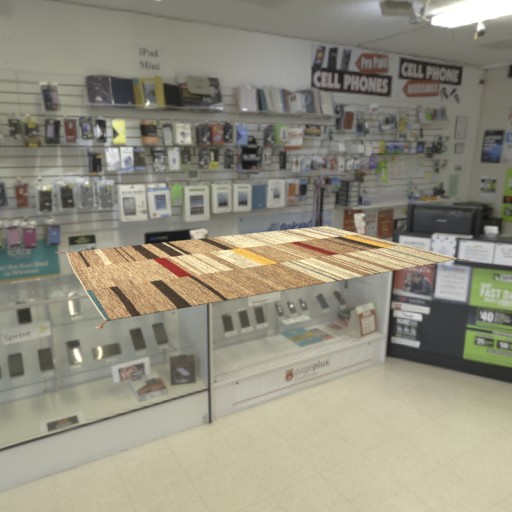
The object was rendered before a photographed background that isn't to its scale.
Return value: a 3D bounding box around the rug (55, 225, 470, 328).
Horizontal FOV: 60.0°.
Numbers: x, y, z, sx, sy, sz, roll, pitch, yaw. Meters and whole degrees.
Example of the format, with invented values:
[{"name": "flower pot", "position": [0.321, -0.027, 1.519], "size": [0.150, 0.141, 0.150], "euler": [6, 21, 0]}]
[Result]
[{"name": "rug", "position": [0.000, 0.000, 2.412], "size": [1.918, 0.007, 1.268], "euler": [-7, 16, -28]}]
